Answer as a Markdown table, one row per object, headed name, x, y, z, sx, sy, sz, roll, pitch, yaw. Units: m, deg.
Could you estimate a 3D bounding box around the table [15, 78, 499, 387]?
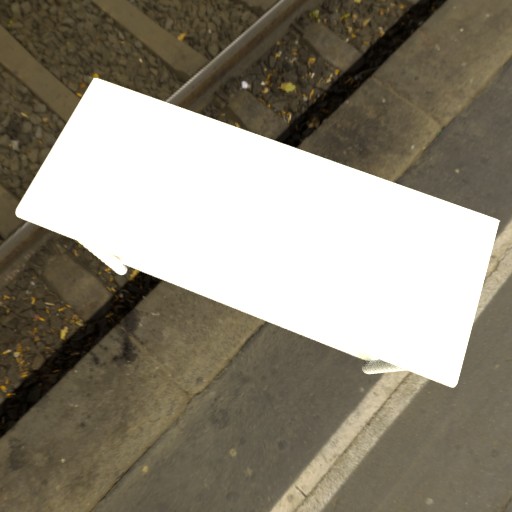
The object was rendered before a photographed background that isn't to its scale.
| name | x | y | z | sx | sy | sz | roll | pitch | yaw |
| --- | --- | --- | --- | --- | --- | --- | --- | --- | --- |
| table | 0.000 | 0.000 | 1.503 | 1.184 | 0.740 | 0.459 | 21 | 75 | 6 |
